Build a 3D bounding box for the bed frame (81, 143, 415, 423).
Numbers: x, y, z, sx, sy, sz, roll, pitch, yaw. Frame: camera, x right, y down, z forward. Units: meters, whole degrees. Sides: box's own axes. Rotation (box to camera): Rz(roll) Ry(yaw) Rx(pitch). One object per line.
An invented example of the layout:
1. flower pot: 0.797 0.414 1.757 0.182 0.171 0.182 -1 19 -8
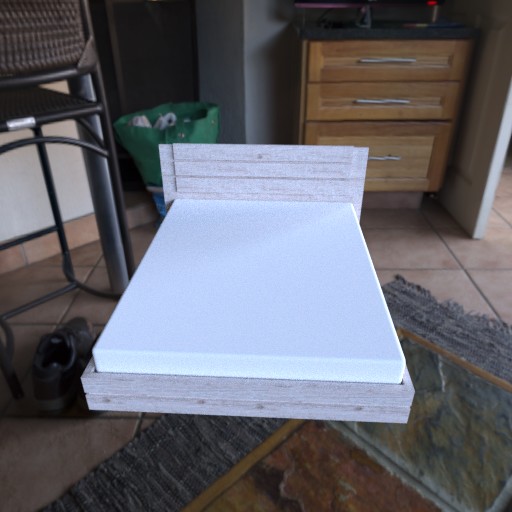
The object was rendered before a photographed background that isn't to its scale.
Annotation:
1. bed frame: 0.000 0.000 3.041 1.750 0.970 2.080 2 30 3
